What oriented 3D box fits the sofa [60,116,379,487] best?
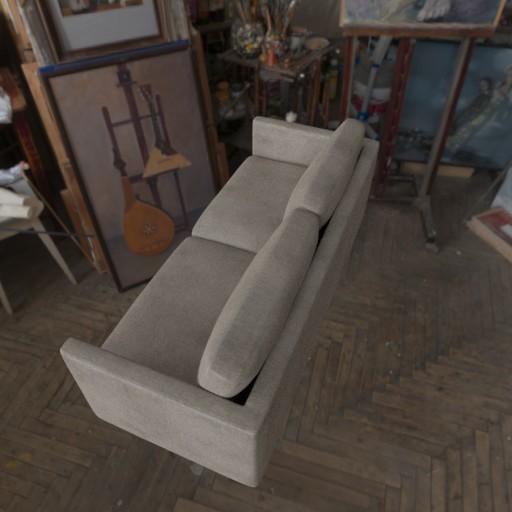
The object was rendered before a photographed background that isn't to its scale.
[{"bbox_3d":[0.000,0.000,2.644,0.951,0.965,2.208,17,48,16],"label":"sofa"}]
